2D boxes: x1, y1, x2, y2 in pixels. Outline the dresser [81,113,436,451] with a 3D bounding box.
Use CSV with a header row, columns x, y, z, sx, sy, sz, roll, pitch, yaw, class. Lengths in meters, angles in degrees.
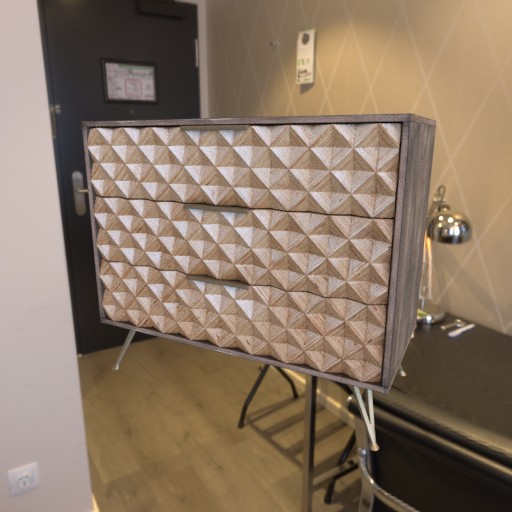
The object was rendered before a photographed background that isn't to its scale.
x,y,z,sx,sy,sz,roll,pitch,yaw,class
0.000,0.000,1.375,0.923,0.801,0.453,8,17,26,dresser
